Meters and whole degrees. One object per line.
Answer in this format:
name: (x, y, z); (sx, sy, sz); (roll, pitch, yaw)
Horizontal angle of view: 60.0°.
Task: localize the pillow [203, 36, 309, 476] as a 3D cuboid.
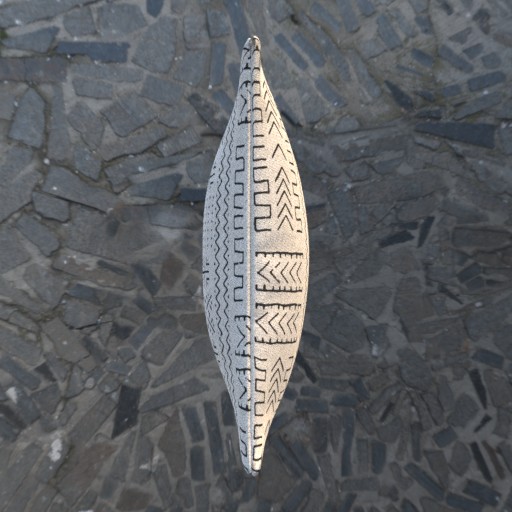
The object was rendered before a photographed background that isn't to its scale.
pillow: (0.000, 0.000, 0.800); (0.188, 0.352, 0.637); (0, 88, -1)
